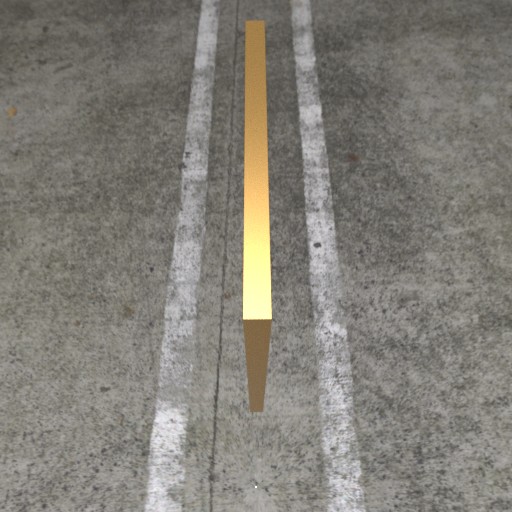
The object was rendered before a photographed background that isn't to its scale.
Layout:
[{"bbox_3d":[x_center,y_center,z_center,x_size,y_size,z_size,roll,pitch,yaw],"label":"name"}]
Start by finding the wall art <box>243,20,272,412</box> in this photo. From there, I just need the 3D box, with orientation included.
[{"bbox_3d":[0.000,0.000,1.081,0.038,0.812,0.610,0,62,0],"label":"wall art"}]
